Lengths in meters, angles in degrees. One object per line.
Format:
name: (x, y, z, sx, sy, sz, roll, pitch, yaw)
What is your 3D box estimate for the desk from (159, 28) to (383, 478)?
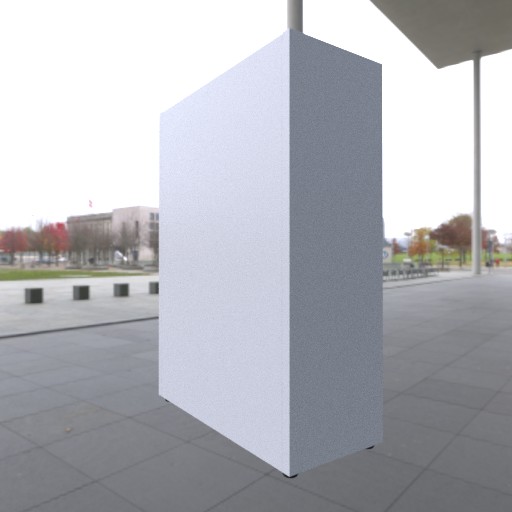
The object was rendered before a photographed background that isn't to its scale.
desk: (0.000, 0.000, 1.616, 0.390, 1.190, 0.850, 0, 0, -35)
